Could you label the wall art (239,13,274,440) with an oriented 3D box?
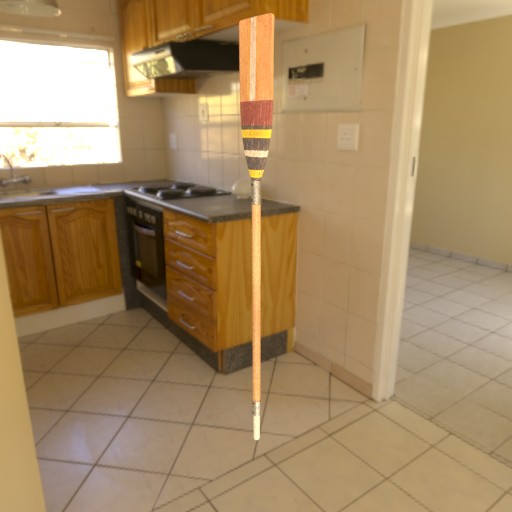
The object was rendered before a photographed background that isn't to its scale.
[{"bbox_3d":[0.000,0.000,1.602,0.146,1.556,0.038,15,22,42],"label":"wall art"}]
